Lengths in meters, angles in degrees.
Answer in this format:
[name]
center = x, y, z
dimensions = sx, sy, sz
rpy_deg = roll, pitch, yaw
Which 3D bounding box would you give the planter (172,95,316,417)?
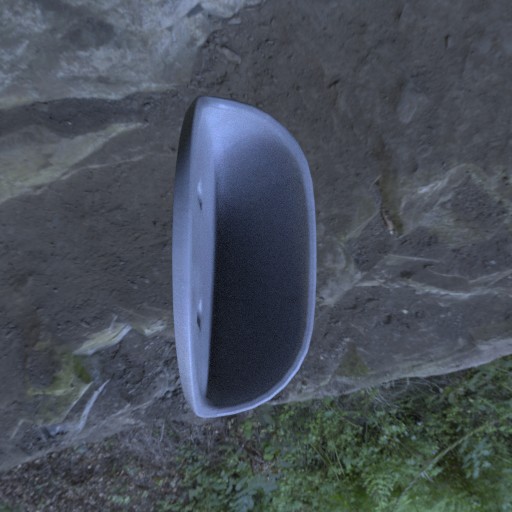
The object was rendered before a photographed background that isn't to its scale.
[planter]
center = 0.000, 0.000, 0.272
dimensions = 0.073, 0.164, 0.190
rpy_deg = 0, 89, 0
